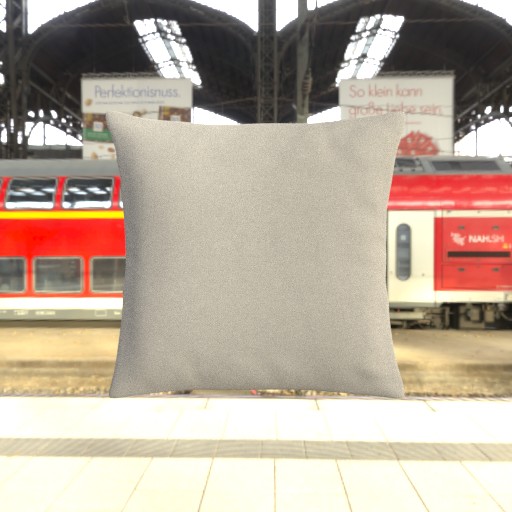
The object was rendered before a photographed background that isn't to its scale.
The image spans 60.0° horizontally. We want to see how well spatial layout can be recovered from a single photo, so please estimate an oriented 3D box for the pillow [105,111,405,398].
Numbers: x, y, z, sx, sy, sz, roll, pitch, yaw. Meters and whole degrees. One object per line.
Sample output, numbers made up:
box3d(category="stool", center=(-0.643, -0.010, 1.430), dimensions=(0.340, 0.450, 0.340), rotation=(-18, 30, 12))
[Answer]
box3d(category="pillow", center=(0.000, 0.000, 0.783), dimensions=(0.526, 0.507, 0.166), rotation=(0, 1, 0))
